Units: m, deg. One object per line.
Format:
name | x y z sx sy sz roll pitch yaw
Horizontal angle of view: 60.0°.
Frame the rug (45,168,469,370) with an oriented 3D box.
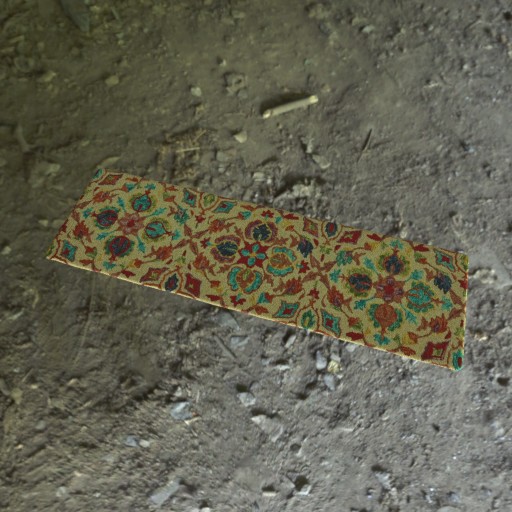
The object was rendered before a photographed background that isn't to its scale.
rug | 0.000 0.000 2.469 2.273 0.016 0.693 14 60 8
